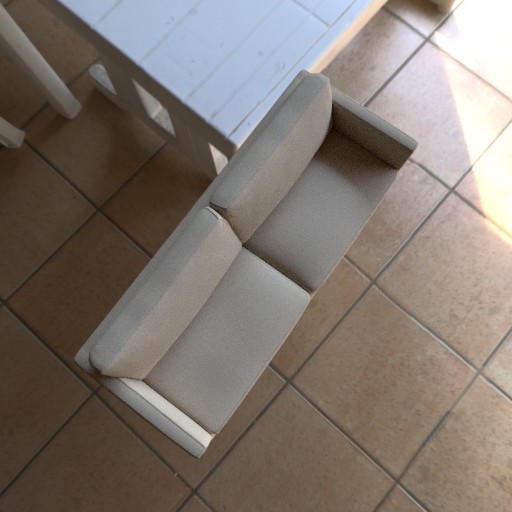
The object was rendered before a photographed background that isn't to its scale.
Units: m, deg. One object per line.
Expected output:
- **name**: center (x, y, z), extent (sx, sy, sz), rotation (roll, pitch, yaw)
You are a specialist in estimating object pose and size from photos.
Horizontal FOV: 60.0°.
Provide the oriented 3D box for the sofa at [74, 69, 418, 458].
- **sofa**: center (0.000, 0.000, 2.950), extent (0.951, 0.968, 2.361), rotation (35, 80, 7)
